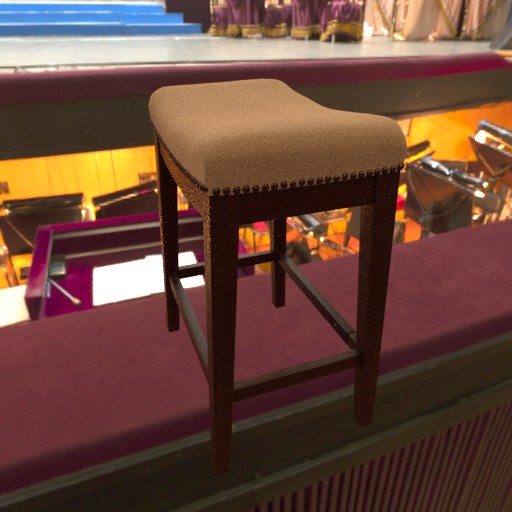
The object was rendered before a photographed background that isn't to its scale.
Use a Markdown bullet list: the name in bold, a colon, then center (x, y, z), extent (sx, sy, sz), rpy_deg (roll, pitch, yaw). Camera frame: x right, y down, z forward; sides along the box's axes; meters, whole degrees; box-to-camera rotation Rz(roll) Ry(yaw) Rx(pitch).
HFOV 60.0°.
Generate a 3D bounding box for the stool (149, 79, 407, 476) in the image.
- **stool**: center (0.000, 0.000, 0.976), extent (0.363, 0.669, 0.509), rpy_deg (-10, 31, -18)
